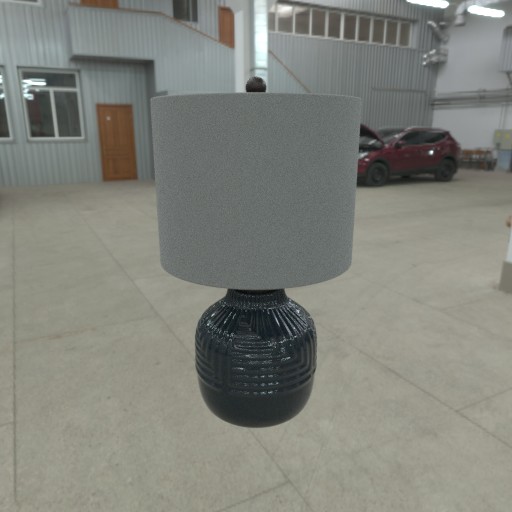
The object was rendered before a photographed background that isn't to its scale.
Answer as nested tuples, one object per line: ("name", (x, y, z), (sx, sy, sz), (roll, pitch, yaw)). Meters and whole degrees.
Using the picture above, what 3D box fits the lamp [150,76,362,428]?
("lamp", (0.000, 0.000, 0.752), (0.318, 0.567, 0.318), (0, 16, 0))
